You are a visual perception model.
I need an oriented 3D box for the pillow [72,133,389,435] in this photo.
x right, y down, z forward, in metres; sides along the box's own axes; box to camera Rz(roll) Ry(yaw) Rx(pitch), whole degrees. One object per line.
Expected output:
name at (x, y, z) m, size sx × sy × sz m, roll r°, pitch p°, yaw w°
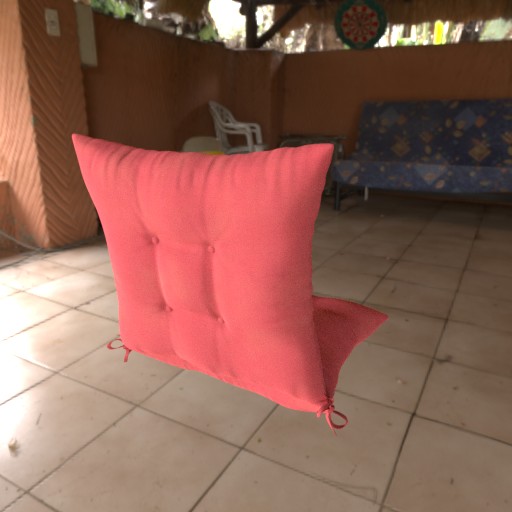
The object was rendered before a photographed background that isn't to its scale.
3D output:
pillow at (0.000, 0.000, 0.991) m, size 0.541 × 0.536 × 0.585 m, roll 9°, pitch 20°, yaw 27°
